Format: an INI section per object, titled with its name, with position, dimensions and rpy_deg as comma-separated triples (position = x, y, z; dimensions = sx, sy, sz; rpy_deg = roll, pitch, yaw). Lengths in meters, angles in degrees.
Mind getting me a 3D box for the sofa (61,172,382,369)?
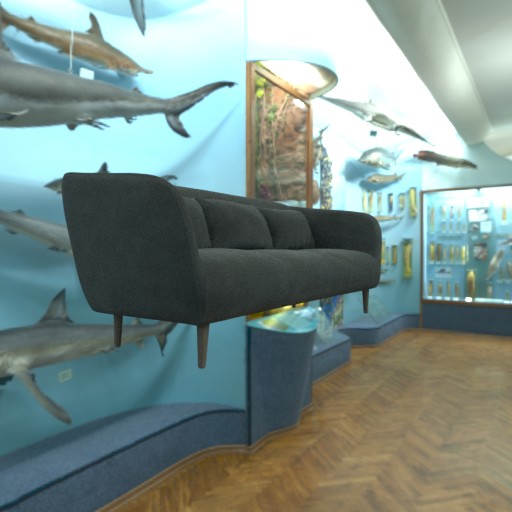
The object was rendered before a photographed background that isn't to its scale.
[sofa]
position = 0.000, 0.000, 2.749
dimensions = 0.956, 0.875, 2.296
rpy_deg = 1, 1, 35
